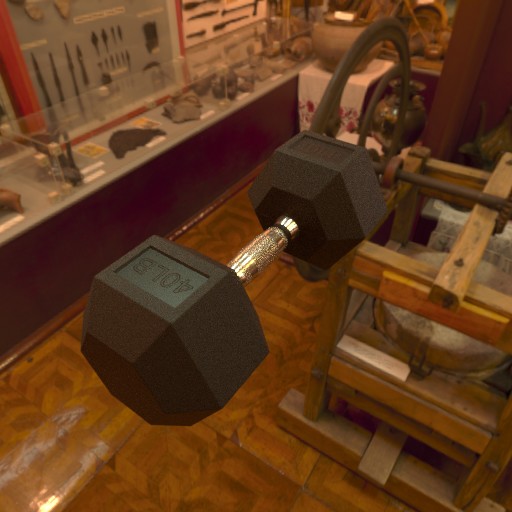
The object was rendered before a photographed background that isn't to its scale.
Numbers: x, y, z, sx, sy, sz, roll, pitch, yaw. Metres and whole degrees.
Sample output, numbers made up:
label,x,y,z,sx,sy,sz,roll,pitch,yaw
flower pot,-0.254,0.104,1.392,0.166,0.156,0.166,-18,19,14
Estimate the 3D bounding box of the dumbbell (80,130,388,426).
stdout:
label,x,y,z,sx,sy,sz,roll,pitch,yaw
dumbbell,0.000,0.000,0.453,0.157,0.137,0.361,25,47,26
